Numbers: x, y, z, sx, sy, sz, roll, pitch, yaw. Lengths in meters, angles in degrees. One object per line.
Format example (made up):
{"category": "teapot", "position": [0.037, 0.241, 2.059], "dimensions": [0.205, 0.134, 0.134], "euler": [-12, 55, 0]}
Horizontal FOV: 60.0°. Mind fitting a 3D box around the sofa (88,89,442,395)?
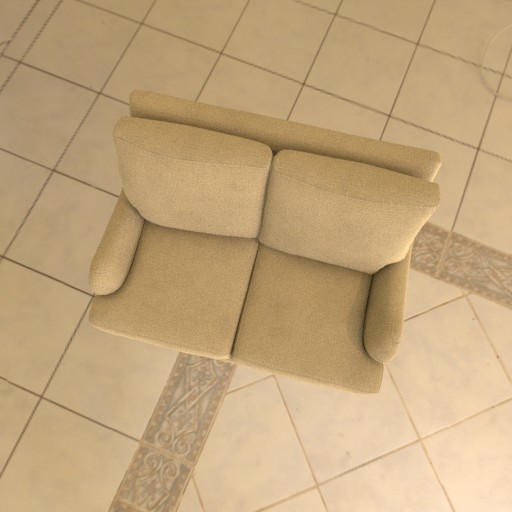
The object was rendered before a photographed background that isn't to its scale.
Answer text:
{"category": "sofa", "position": [0.000, 0.000, 2.236], "dimensions": [1.480, 0.999, 1.087], "euler": [13, 76, 3]}
